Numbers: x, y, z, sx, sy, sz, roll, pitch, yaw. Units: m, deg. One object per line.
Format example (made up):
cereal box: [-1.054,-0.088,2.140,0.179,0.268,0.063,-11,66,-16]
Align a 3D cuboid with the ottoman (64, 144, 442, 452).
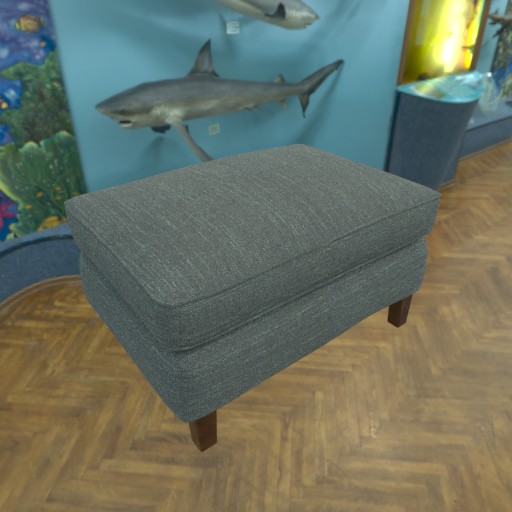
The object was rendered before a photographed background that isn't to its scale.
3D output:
ottoman: [0.000,0.000,1.009,0.686,0.406,0.508,-21,37,-31]
